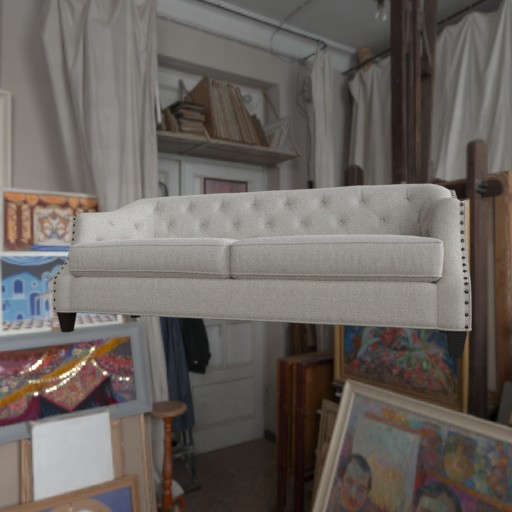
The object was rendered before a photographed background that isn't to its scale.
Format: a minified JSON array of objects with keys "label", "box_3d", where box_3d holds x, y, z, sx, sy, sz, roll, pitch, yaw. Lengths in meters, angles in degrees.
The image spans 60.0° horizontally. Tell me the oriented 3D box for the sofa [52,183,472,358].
[{"label":"sofa","box_3d":[0.000,0.000,2.653,2.235,0.901,0.914,0,-1,19]}]
